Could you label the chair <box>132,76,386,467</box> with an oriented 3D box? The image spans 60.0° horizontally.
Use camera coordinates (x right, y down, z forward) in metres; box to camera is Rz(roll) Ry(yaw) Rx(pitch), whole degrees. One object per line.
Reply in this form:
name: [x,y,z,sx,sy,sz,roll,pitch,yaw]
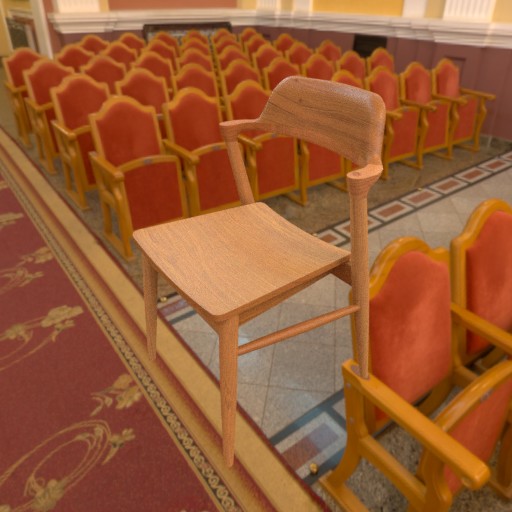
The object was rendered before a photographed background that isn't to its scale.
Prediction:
chair: [0.000,0.000,1.135,0.499,0.792,0.512,-21,37,-30]
